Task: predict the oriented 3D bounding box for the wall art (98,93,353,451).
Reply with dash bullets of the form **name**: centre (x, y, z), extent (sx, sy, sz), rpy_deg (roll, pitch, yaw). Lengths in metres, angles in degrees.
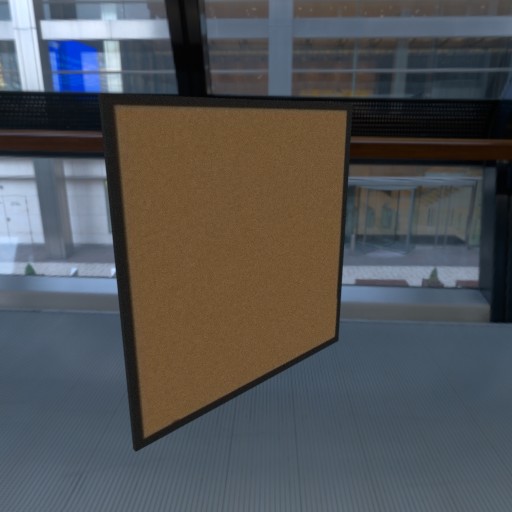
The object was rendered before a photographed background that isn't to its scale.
- **wall art**: centre (0.000, 0.000, 1.238), extent (0.823, 0.823, 0.013), rpy_deg (-16, 23, -41)
